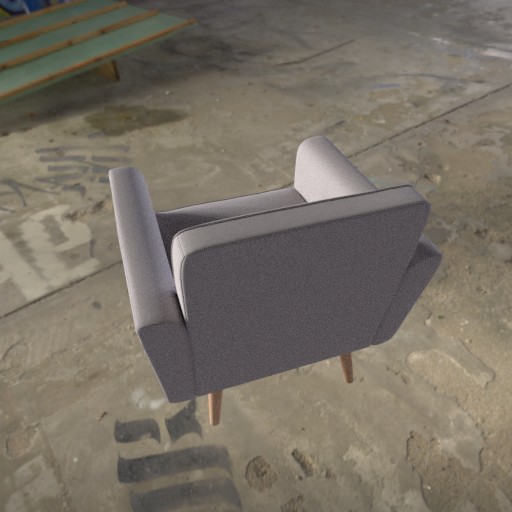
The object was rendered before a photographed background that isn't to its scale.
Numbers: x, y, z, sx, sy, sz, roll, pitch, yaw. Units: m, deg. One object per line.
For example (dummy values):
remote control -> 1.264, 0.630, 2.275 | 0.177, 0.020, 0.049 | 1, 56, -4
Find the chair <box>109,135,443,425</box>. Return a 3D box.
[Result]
chair -> 0.000, 0.000, 1.398 | 0.780, 0.780, 0.750 | -12, 42, -14
